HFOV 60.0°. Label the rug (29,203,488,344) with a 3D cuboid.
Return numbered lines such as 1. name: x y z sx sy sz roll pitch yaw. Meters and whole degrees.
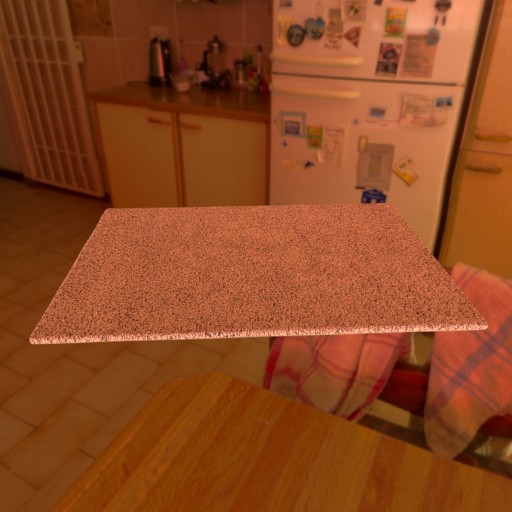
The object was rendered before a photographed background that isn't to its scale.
1. rug: 0.000 0.000 2.232 1.778 0.030 1.219 -1 30 -2
